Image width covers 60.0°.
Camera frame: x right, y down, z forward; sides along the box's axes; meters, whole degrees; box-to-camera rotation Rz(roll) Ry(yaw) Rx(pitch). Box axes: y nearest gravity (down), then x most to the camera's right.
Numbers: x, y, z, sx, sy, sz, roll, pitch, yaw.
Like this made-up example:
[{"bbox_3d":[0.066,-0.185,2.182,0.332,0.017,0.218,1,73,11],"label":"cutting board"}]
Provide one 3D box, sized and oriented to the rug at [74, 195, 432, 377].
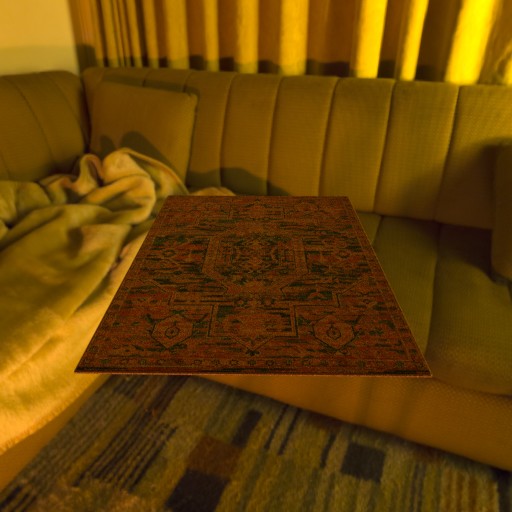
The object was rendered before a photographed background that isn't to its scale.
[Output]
[{"bbox_3d":[0.000,0.000,2.925,1.588,0.024,2.204,0,28,1],"label":"rug"}]
